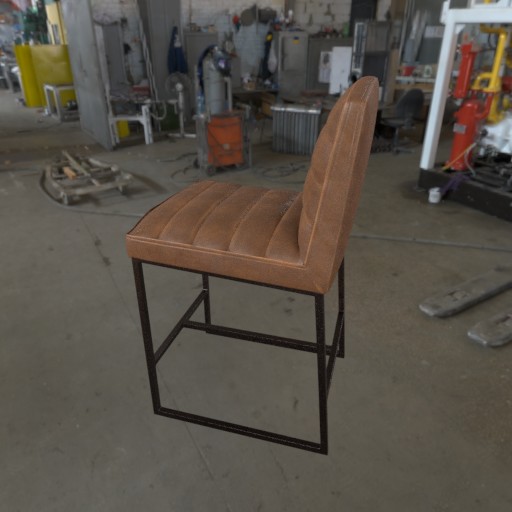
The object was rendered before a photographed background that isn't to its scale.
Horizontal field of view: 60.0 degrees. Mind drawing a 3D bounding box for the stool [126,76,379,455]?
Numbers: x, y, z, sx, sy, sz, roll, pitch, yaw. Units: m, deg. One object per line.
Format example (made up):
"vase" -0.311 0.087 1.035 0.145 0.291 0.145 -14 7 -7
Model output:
"stool" 0.000 0.000 1.256 0.562 0.942 0.463 8 28 14
